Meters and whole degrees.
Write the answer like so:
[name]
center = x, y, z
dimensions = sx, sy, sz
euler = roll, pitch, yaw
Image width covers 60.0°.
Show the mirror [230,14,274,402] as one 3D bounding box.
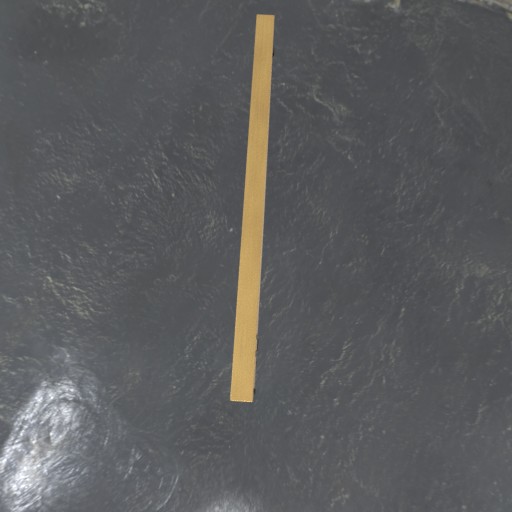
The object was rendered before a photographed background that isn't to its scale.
[mirror]
center = 0.000, 0.000, 1.309
dimensions = 0.041, 1.016, 0.762
euler = 3, 75, 1
